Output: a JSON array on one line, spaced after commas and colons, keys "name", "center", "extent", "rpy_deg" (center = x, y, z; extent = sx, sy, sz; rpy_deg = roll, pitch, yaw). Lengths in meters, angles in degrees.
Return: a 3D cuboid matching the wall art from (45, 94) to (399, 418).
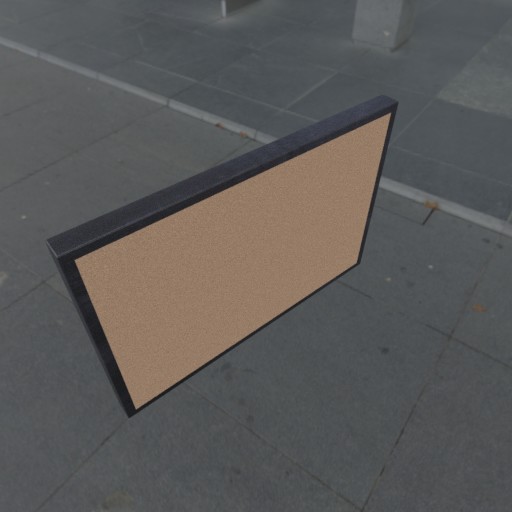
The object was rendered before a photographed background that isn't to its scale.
[{"name": "wall art", "center": [0.000, 0.000, 0.789], "extent": [0.610, 0.409, 0.038], "rpy_deg": [-30, 52, -26]}]
